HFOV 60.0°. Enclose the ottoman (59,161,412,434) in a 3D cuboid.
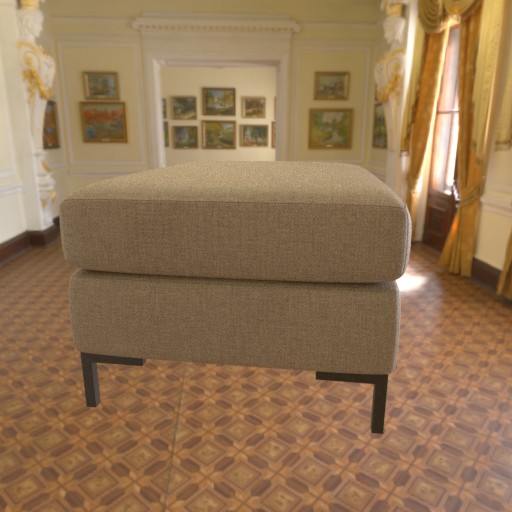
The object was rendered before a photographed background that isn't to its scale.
[{"bbox_3d":[0.000,0.000,1.208,0.671,0.490,0.820,2,15,8],"label":"ottoman"}]
